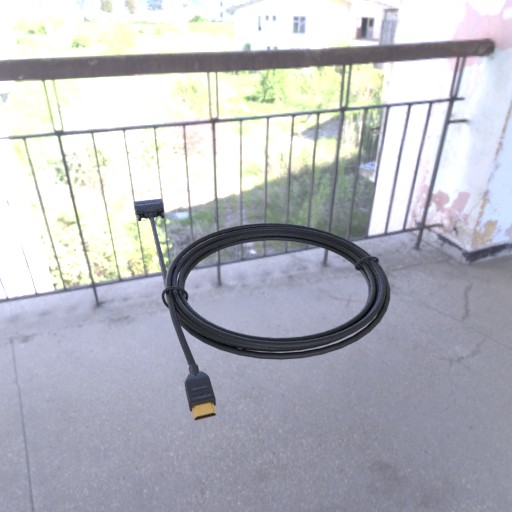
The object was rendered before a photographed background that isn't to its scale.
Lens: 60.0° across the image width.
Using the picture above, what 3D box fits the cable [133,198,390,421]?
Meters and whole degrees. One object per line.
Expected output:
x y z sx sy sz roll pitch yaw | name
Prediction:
0.000 0.000 0.521 0.257 0.030 0.422 -9 32 -15 | cable
